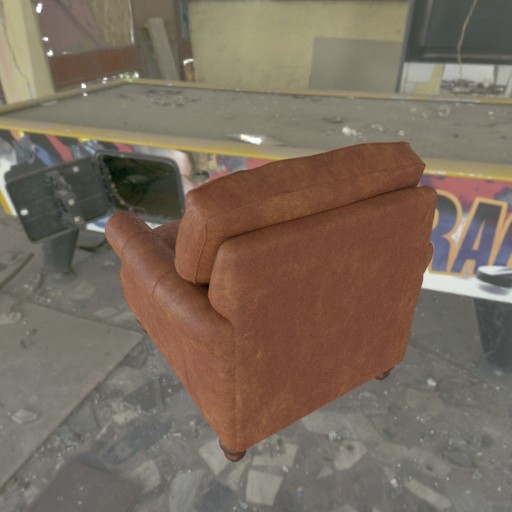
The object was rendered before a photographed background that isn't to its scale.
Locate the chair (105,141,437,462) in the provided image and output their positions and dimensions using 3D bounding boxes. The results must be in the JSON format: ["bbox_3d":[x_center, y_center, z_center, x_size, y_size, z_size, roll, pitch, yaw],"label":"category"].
[{"bbox_3d":[0.000,0.000,1.741,0.983,0.962,0.986,-18,34,-28],"label":"chair"}]
